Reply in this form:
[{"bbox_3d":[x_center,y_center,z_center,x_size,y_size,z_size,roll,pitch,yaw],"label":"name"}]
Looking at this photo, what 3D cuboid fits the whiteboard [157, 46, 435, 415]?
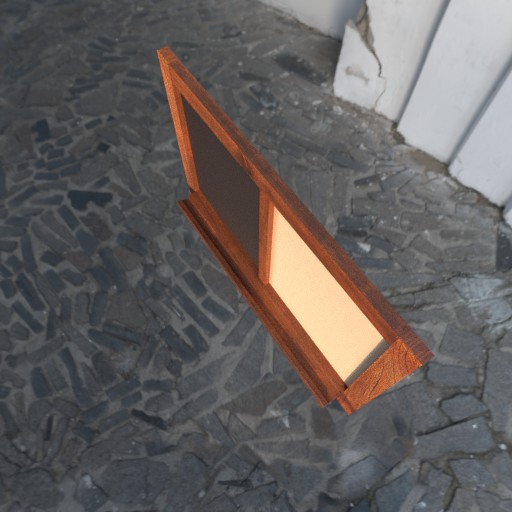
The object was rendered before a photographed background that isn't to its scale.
[{"bbox_3d":[0.000,0.000,0.999,0.083,0.553,0.768,-31,68,-15],"label":"whiteboard"}]
